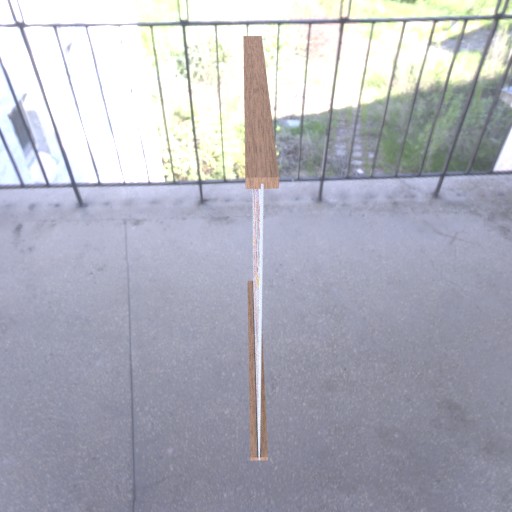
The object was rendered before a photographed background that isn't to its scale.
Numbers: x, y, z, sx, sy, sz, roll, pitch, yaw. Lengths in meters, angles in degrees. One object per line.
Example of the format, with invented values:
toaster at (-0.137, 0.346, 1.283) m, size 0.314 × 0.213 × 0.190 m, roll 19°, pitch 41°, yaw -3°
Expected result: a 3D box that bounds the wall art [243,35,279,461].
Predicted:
wall art at (0.000, 0.000, 0.689) m, size 0.028 × 0.527 × 0.403 m, roll -1°, pitch 42°, yaw -1°
